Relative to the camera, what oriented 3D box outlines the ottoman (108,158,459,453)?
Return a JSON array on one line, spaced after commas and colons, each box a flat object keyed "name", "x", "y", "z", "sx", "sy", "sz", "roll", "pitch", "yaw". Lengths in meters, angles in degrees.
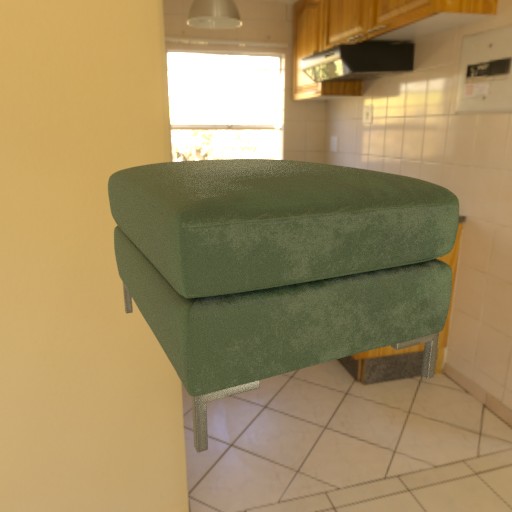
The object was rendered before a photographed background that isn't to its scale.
[{"name": "ottoman", "x": 0.000, "y": 0.000, "z": 1.301, "sx": 0.701, "sy": 0.538, "sz": 0.839, "roll": -8, "pitch": 18, "yaw": -25}]
